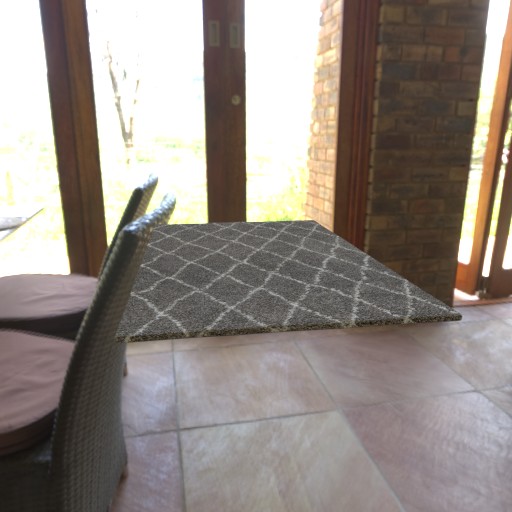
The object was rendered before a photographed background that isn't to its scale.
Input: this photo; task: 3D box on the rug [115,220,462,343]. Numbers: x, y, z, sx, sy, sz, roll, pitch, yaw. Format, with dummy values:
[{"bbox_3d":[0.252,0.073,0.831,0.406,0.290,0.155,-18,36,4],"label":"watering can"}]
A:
[{"bbox_3d":[0.000,0.000,3.047,1.524,0.030,2.438,-2,15,-8],"label":"rug"}]
